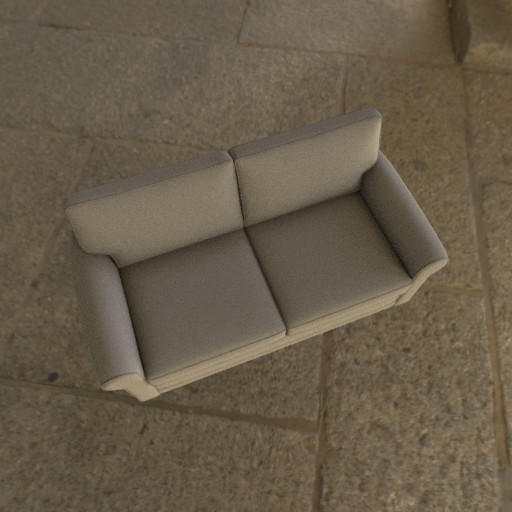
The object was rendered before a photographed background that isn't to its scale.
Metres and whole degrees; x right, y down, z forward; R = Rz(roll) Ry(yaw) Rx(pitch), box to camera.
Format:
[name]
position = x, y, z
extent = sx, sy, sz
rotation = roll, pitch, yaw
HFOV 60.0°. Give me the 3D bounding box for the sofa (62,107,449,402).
[sofa]
position = 0.000, 0.000, 2.476
extent = 1.930, 0.952, 0.940
rotation = -19, 64, -10
